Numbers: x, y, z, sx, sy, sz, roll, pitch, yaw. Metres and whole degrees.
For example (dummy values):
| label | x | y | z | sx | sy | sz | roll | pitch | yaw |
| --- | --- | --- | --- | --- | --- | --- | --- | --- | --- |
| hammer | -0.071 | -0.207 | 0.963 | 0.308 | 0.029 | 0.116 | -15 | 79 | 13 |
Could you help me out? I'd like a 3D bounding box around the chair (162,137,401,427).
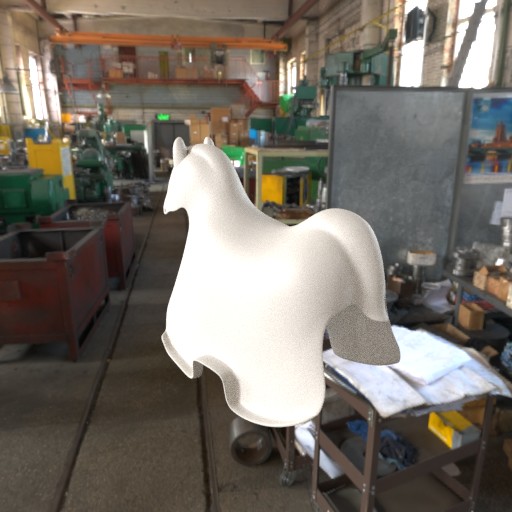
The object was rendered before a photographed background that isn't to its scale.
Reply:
| label | x | y | z | sx | sy | sz | roll | pitch | yaw |
| --- | --- | --- | --- | --- | --- | --- | --- | --- | --- |
| chair | 0.000 | 0.000 | 1.185 | 0.429 | 0.612 | 0.800 | -14 | 21 | -41 |
